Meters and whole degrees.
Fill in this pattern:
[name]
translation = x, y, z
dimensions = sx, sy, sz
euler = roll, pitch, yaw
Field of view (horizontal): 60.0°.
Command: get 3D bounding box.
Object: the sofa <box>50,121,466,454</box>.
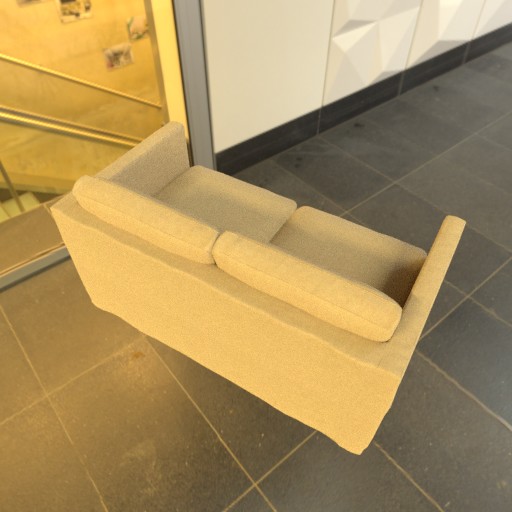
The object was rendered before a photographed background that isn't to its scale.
[sofa]
translation = 0.000, 0.000, 2.241
dimensions = 1.719, 0.835, 0.962
euler = 24, 51, 21
